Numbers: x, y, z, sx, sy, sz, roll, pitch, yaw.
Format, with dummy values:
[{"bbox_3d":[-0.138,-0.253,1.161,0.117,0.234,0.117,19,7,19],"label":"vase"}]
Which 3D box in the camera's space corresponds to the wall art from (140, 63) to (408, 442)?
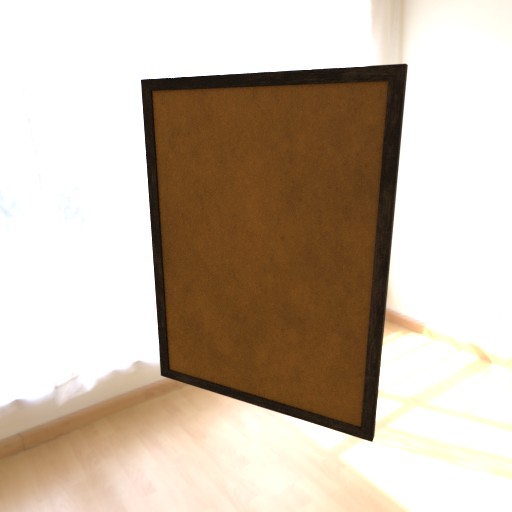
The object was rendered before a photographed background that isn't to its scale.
[{"bbox_3d":[0.000,0.000,1.389,0.812,1.066,0.029,8,18,26],"label":"wall art"}]
